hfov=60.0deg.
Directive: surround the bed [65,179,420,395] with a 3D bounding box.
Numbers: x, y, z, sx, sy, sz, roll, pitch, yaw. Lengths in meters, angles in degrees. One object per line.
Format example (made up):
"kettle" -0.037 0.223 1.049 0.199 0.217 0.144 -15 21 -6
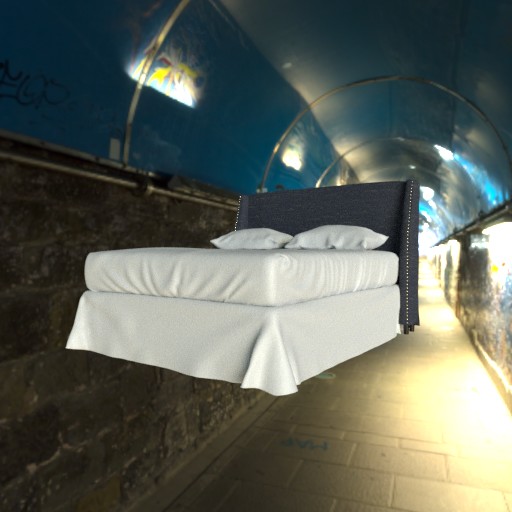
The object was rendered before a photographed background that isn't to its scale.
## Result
"bed" 0.000 0.000 3.519 1.925 1.332 2.276 1 1 36
